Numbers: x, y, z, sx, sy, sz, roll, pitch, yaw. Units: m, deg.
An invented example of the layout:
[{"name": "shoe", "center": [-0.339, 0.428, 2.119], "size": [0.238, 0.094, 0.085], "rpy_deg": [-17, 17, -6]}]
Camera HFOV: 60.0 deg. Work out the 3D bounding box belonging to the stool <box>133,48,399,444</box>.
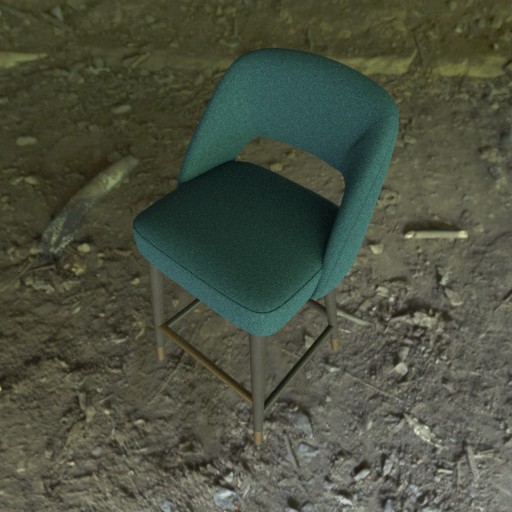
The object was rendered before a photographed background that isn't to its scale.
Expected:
[{"name": "stool", "center": [0.000, 0.000, 1.230], "size": [0.536, 0.939, 0.522], "rpy_deg": [32, 54, 26]}]
